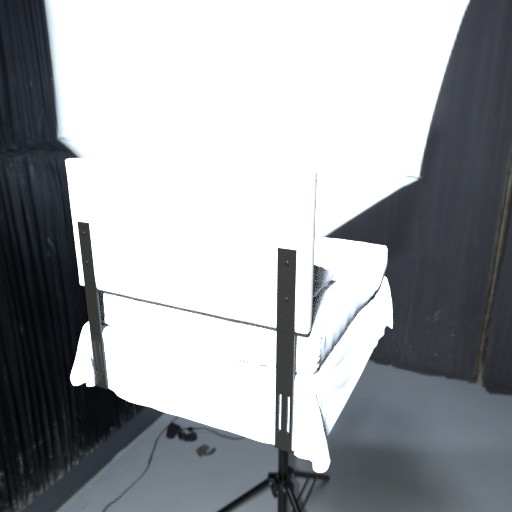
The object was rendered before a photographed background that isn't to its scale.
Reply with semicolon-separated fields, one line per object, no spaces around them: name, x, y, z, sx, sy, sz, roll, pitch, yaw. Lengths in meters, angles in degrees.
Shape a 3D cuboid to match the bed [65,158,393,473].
bed;0.000;0.000;3.472;1.936;1.577;2.222;8;18;26
